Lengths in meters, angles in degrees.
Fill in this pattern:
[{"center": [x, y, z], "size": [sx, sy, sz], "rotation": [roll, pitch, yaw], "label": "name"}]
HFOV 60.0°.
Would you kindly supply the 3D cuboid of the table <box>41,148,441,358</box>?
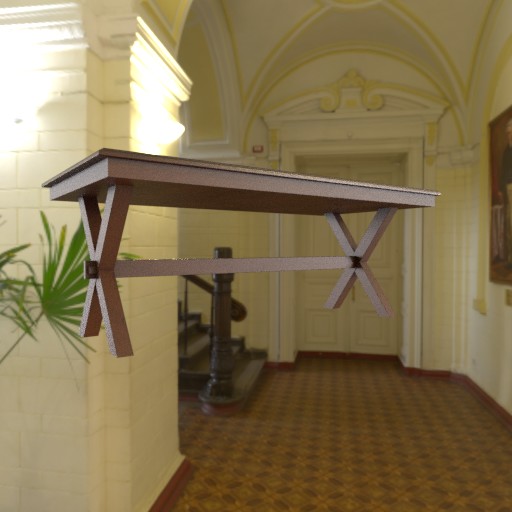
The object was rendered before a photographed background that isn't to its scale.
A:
[{"center": [0.000, 0.000, 1.476], "size": [1.197, 0.459, 0.594], "rotation": [-1, 1, -36], "label": "table"}]
